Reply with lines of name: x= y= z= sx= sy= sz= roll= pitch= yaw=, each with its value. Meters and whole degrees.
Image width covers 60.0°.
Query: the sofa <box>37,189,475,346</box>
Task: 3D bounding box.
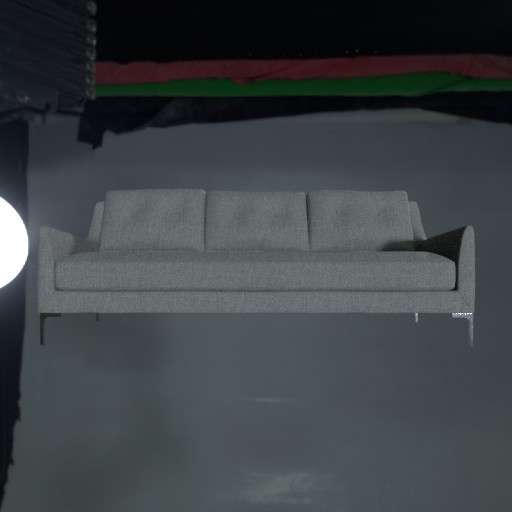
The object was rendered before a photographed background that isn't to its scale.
sofa: x=0.000 y=0.000 z=2.462 sx=2.060 sy=0.837 sz=0.849 roll=0 pitch=0 yaw=0
